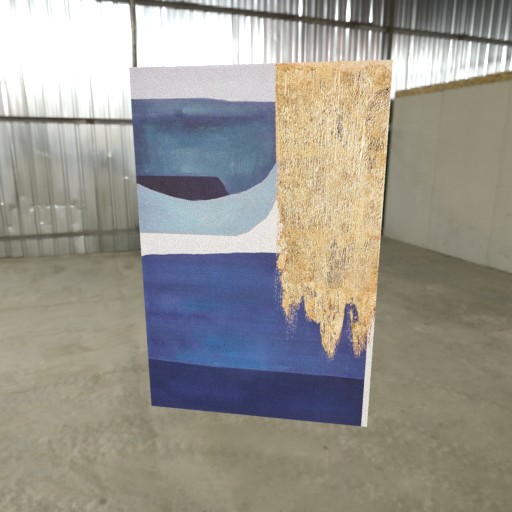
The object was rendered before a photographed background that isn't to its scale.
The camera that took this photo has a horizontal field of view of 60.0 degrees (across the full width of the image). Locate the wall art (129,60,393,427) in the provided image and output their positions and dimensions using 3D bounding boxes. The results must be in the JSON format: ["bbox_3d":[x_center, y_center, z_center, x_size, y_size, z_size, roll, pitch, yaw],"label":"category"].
[{"bbox_3d":[0.000,0.000,1.138,0.607,0.911,0.039,2,15,9],"label":"wall art"}]
